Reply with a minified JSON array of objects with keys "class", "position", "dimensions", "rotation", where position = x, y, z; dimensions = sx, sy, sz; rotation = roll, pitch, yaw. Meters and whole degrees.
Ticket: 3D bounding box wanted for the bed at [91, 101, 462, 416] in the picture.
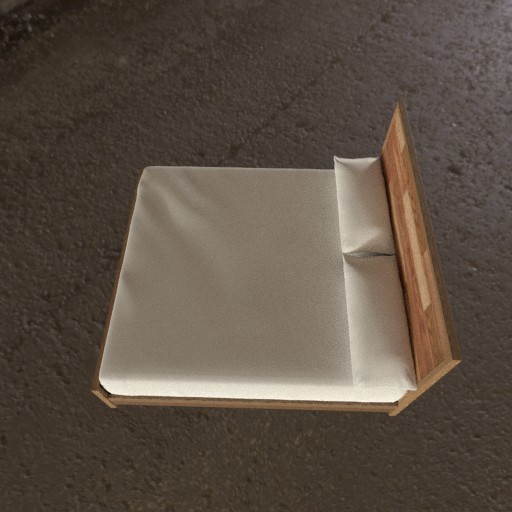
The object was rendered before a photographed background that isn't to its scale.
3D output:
[{"class":"bed","position":[0.000,0.000,3.382],"dimensions":[2.184,1.295,2.013],"rotation":[1,58,1]}]
